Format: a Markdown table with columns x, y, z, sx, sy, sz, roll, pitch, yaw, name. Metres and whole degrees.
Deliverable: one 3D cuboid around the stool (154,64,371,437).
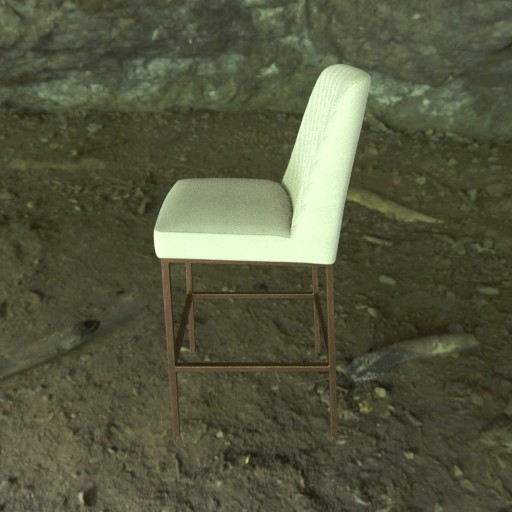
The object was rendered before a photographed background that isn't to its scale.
| x | y | z | sx | sy | sz | roll | pitch | yaw | name |
| --- | --- | --- | --- | --- | --- | --- | --- | --- | --- |
| 0.000 | 0.000 | 1.379 | 0.546 | 1.084 | 0.462 | 0 | 27 | 0 | stool |
